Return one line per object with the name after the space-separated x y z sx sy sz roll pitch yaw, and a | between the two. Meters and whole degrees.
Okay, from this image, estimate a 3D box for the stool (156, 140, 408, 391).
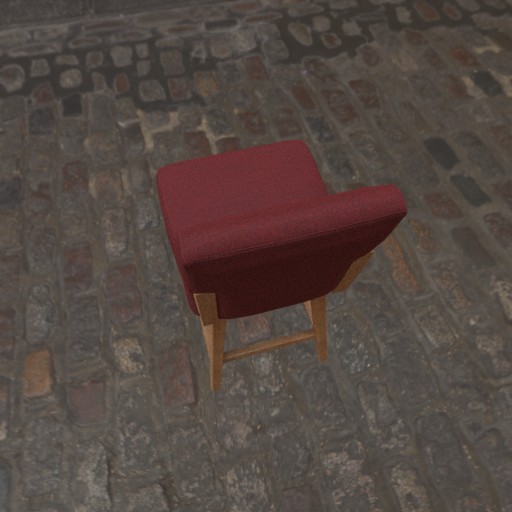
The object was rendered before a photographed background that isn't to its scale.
0.000 0.000 1.303 0.468 1.038 0.562 -13 59 -8 | stool
